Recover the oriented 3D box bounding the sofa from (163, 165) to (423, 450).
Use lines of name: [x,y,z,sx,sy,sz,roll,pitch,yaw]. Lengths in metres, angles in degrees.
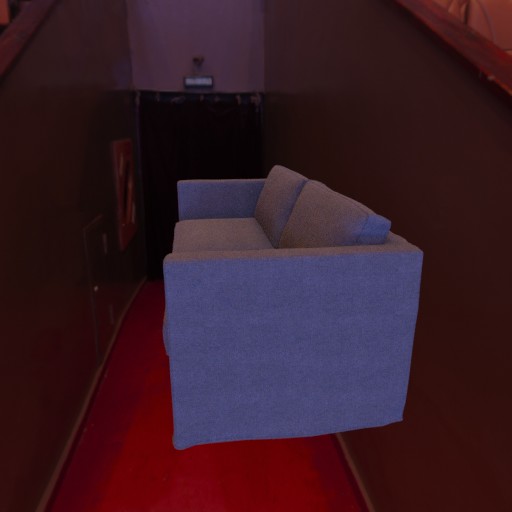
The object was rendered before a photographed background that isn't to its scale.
sofa: [0.000,0.000,2.504,0.953,0.855,1.982,-2,18,-8]
